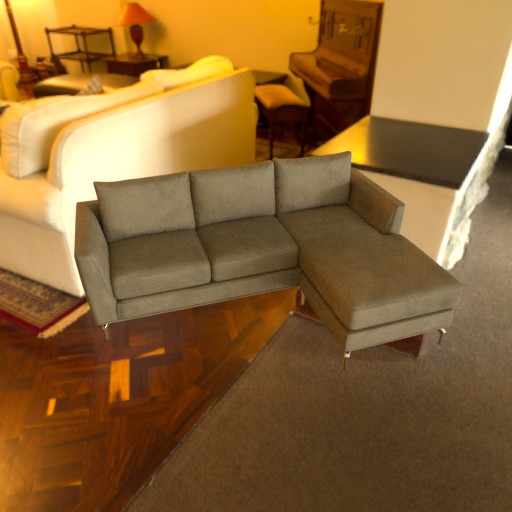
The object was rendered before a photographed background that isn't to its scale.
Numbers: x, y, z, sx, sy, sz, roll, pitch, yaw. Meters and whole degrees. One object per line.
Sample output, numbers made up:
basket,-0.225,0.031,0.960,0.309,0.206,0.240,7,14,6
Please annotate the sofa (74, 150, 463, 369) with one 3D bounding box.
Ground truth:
sofa,0.000,0.000,3.268,2.438,0.987,1.622,-10,33,-15
